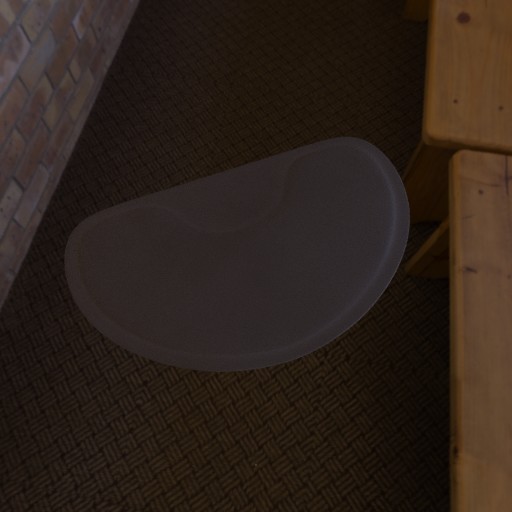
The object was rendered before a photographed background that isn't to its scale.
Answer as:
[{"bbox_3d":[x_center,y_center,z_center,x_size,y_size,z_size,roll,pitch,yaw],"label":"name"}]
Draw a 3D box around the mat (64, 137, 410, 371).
[{"bbox_3d":[0.000,0.000,1.862,1.524,0.013,0.913,-19,66,-9],"label":"mat"}]
